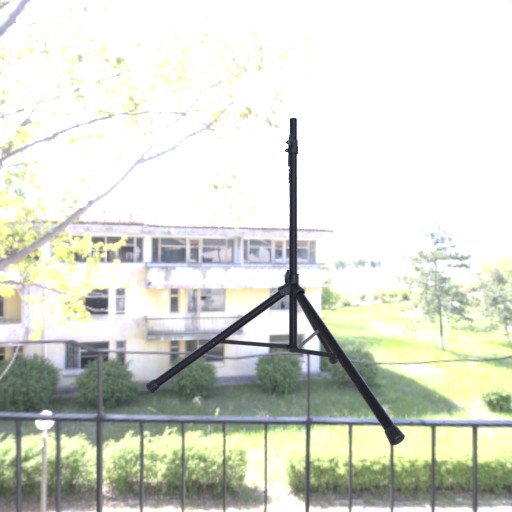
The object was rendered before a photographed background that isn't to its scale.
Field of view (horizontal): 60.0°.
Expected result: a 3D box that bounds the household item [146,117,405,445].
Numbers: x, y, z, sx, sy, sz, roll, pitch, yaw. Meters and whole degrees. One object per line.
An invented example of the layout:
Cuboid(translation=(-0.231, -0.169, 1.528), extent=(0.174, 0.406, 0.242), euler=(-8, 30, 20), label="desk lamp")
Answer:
Cuboid(translation=(0.000, 0.000, 1.833), extent=(0.907, 1.136, 1.045), euler=(0, 0, 1), label="household item")
